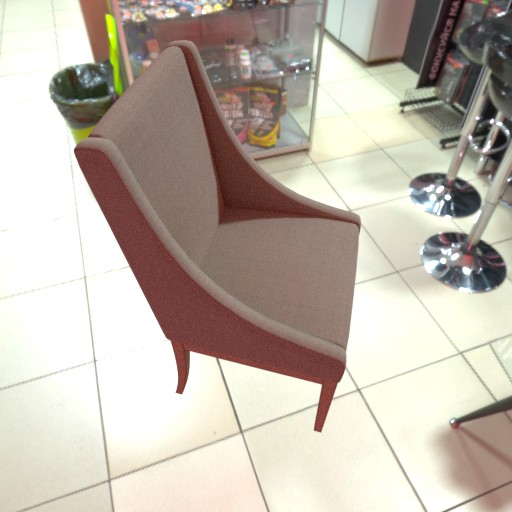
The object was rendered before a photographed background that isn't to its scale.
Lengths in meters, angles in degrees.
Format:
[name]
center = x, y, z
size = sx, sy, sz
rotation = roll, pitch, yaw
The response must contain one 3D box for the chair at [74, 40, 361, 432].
[chair]
center = 0.000, 0.000, 1.335
size = 0.611, 1.021, 0.575
rotation = 10, 48, 9
